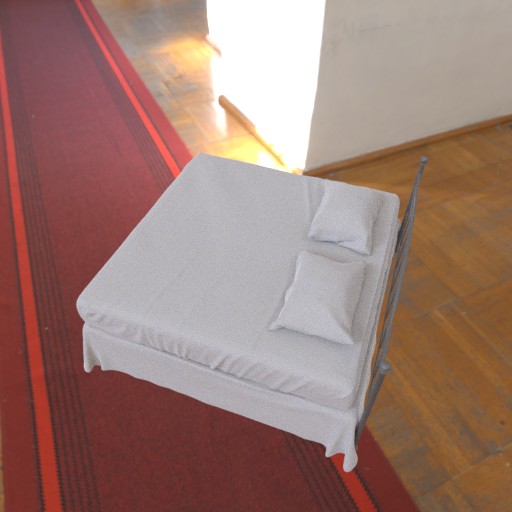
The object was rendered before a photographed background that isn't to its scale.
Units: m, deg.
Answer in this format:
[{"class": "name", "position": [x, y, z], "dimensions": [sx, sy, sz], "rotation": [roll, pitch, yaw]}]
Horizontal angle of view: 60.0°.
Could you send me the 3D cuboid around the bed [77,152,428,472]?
[{"class": "bed", "position": [0.000, 0.000, 3.499], "dimensions": [2.220, 1.080, 2.309], "rotation": [15, 48, 14]}]
